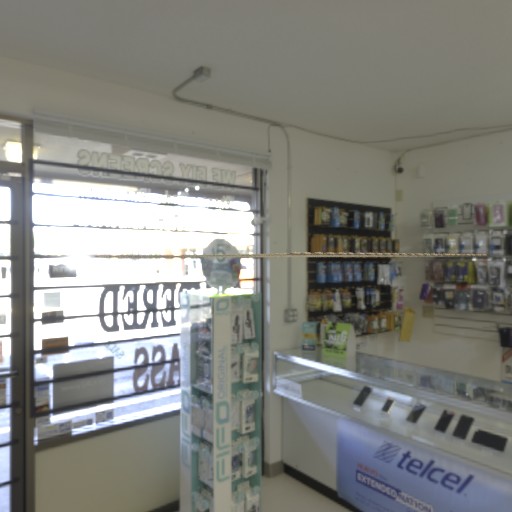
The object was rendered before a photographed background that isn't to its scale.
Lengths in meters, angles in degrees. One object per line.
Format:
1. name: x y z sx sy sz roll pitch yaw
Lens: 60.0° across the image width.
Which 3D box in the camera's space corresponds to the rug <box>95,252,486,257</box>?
1. rug: 0.000 0.000 2.578 1.229 0.011 2.096 0 0 -36
